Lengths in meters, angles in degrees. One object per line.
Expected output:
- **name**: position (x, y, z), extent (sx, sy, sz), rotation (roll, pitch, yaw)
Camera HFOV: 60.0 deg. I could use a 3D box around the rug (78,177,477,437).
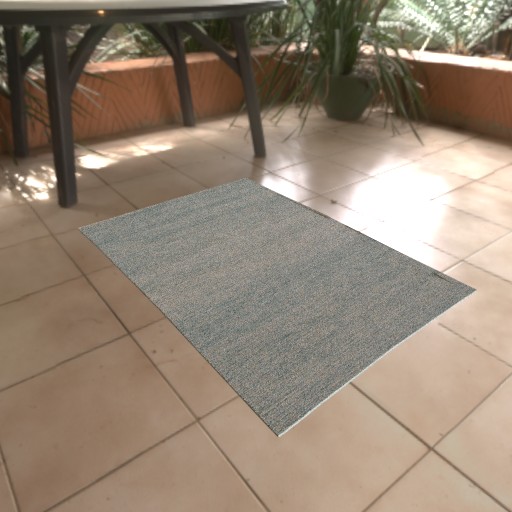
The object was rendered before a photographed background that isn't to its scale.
- **rug**: position (0.000, 0.000, 3.011), extent (1.613, 0.030, 2.306), rotation (-23, 39, -32)
